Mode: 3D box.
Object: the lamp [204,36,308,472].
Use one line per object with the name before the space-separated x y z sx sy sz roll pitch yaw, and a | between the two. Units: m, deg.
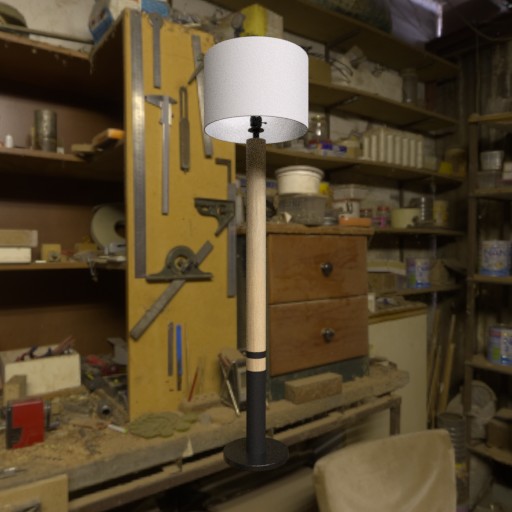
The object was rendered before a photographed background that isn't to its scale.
lamp | 0.000 0.000 1.636 0.381 1.478 0.381 0 1 -35
